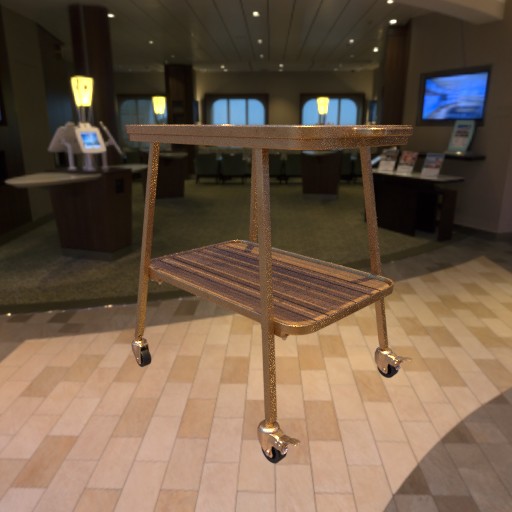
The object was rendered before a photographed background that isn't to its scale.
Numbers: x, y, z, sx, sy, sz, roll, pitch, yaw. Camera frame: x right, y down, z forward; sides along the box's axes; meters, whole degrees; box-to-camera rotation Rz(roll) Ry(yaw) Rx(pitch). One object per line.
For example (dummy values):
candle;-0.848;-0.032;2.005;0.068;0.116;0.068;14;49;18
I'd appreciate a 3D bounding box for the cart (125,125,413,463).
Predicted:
cart;0.000;0.000;1.238;0.524;0.700;0.806;-16;23;-42
